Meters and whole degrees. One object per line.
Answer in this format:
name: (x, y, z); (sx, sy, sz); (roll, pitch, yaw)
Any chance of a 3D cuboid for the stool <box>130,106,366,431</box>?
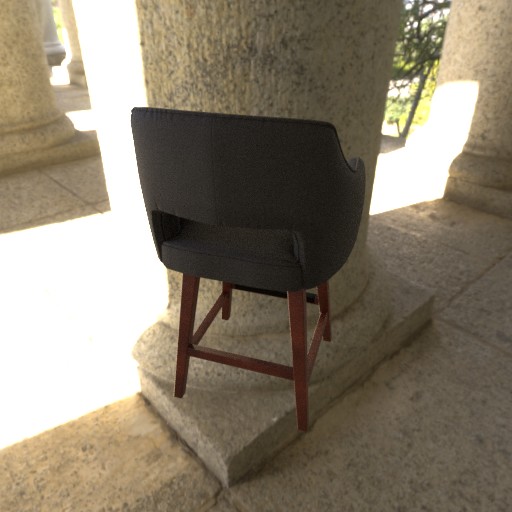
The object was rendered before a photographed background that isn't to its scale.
stool: (0.000, 0.000, 1.271); (0.548, 0.912, 0.558); (9, 32, 15)
